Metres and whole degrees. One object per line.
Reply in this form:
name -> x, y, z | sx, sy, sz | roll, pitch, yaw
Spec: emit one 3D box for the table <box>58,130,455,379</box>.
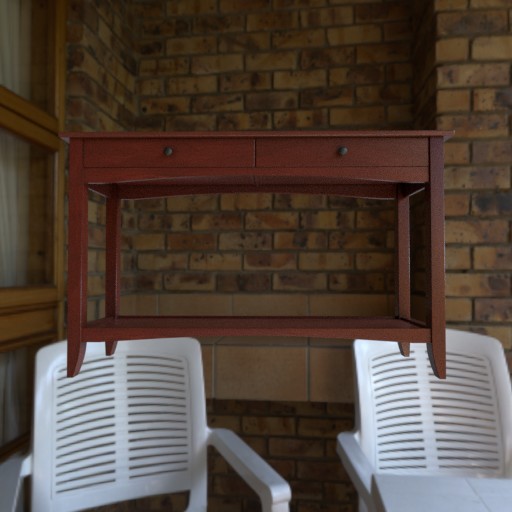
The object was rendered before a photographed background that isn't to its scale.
table -> 0.000, 0.000, 1.510 | 1.188, 0.739, 0.392 | 0, -2, 1
